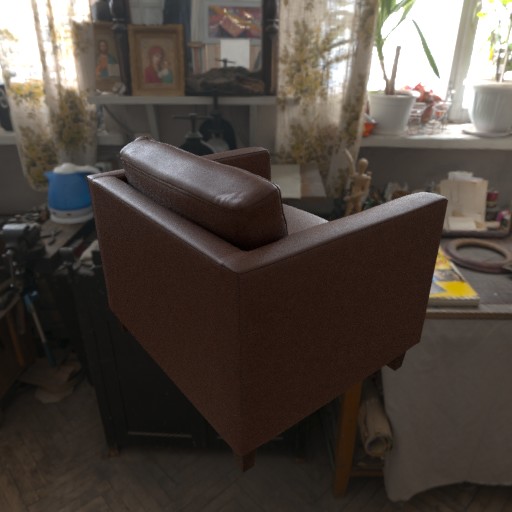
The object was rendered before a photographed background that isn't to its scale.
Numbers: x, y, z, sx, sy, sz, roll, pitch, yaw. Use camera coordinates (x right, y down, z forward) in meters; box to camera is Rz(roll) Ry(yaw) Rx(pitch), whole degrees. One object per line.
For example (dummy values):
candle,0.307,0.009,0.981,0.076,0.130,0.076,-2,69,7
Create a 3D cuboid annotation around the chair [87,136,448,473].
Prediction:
chair,0.000,0.000,1.819,0.959,0.917,1.107,-19,32,-33
